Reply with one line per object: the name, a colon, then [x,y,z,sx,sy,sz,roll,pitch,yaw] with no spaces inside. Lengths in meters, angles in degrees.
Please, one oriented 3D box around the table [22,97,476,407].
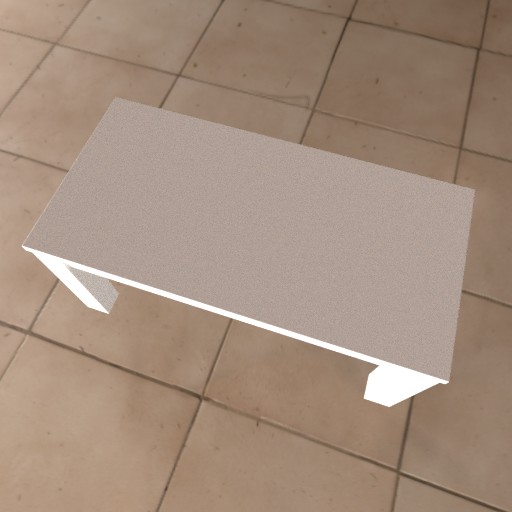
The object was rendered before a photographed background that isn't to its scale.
table: [0.000,0.000,2.300,1.800,0.790,0.900,17,65,8]
